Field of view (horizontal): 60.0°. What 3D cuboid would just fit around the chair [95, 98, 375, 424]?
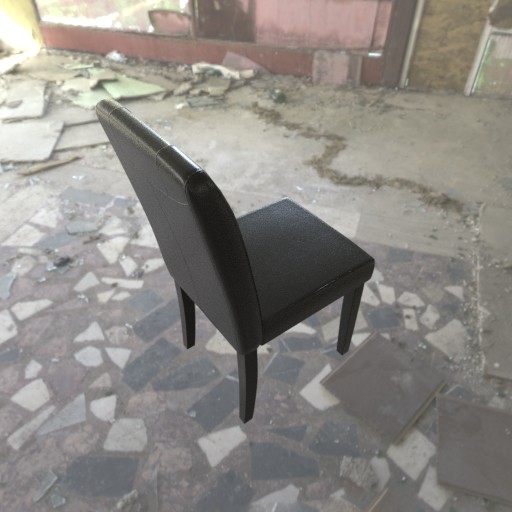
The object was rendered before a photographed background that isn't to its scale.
[{"bbox_3d":[0.000,0.000,1.210,0.556,0.897,0.399,-27,48,-26],"label":"chair"}]
